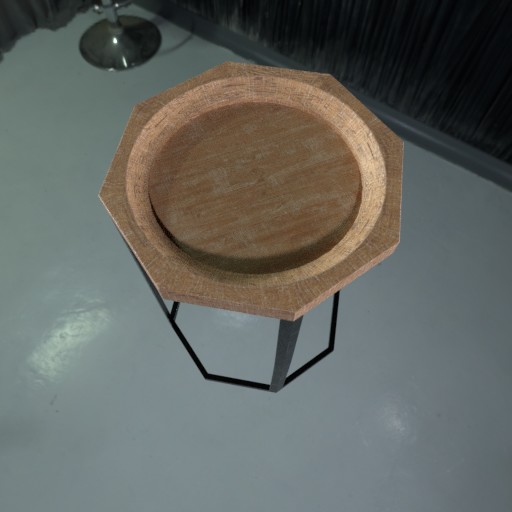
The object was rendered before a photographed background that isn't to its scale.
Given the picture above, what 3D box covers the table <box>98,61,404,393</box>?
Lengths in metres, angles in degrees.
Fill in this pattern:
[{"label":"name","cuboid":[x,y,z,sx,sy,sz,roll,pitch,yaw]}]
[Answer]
[{"label":"table","cuboid":[0.000,0.000,0.867,0.437,0.553,0.437,30,67,14]}]
